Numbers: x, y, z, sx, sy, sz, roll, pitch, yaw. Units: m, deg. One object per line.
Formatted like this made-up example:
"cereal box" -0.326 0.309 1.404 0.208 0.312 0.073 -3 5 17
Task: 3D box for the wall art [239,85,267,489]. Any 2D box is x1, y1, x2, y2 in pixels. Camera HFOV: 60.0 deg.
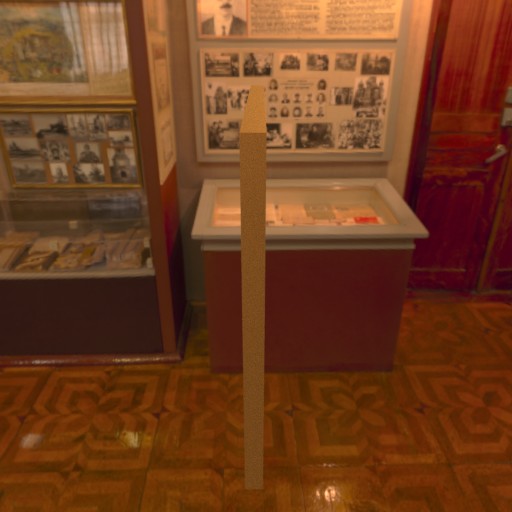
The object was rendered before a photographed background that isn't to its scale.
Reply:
"wall art" 0.000 0.000 2.894 0.099 1.926 1.926 0 26 1
